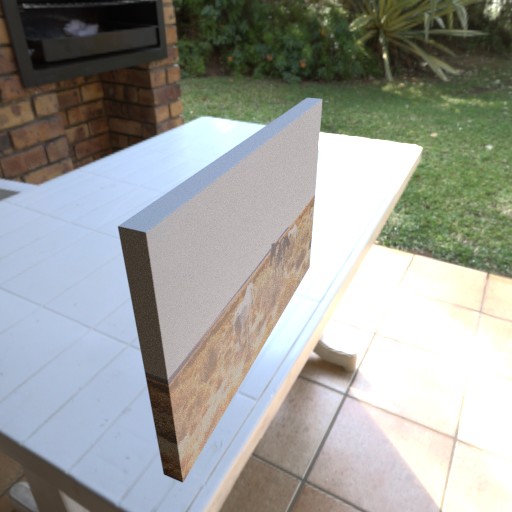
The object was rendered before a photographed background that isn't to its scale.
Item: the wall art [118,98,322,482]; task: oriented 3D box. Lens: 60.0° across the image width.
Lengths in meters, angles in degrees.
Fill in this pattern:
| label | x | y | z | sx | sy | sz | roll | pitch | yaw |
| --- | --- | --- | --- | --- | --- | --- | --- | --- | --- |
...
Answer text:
| label | x | y | z | sx | sy | sz | roll | pitch | yaw |
| --- | --- | --- | --- | --- | --- | --- | --- | --- | --- |
| wall art | 0.000 | 0.000 | 1.154 | 0.050 | 0.610 | 0.914 | 13 | 34 | 19 |
